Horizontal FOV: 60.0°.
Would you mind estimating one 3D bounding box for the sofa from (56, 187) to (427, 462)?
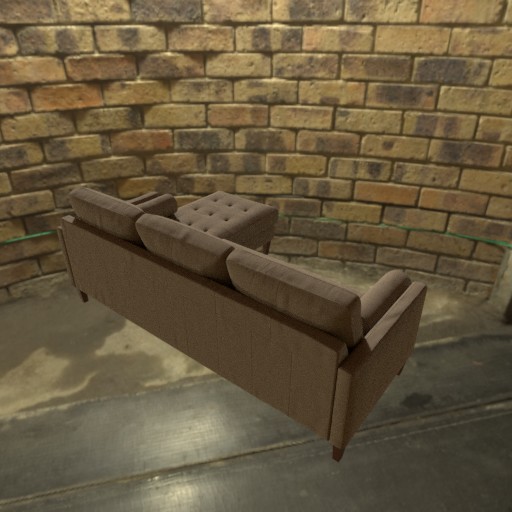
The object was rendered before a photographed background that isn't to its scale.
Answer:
[{"bbox_3d":[0.000,0.000,2.914,2.178,0.875,1.506,21,36,33],"label":"sofa"}]
